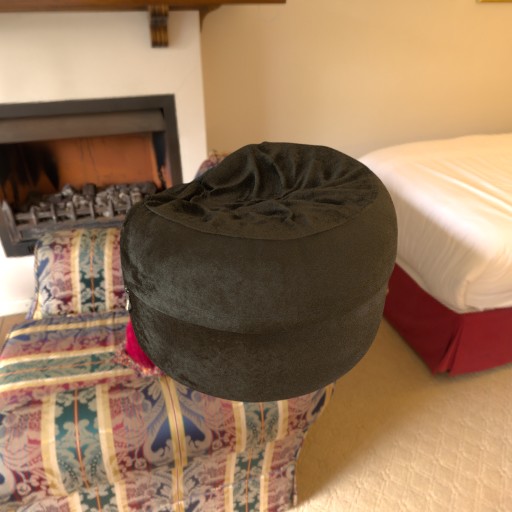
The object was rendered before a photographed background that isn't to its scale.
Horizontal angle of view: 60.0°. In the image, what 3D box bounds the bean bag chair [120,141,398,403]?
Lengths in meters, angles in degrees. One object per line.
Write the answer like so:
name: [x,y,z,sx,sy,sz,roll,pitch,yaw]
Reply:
bean bag chair: [0.000,0.000,1.547,0.918,0.605,0.918,0,32,0]
